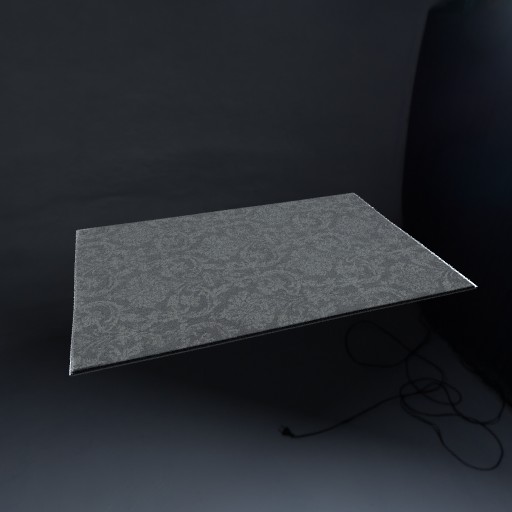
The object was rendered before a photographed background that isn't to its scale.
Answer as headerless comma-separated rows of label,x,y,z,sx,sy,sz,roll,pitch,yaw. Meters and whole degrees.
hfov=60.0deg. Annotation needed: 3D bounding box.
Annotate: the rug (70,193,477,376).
rug,0.000,0.000,3.545,2.746,0.018,1.819,-9,32,-15
